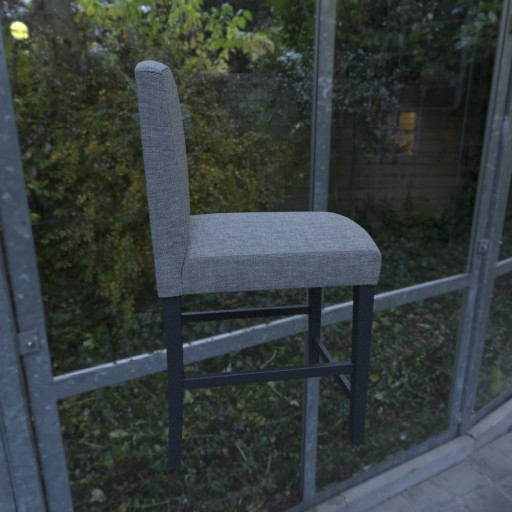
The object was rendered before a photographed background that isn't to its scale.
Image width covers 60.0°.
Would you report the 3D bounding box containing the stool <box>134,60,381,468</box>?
[{"bbox_3d":[0.000,0.000,1.215,0.552,0.966,0.451,-3,16,-10],"label":"stool"}]
